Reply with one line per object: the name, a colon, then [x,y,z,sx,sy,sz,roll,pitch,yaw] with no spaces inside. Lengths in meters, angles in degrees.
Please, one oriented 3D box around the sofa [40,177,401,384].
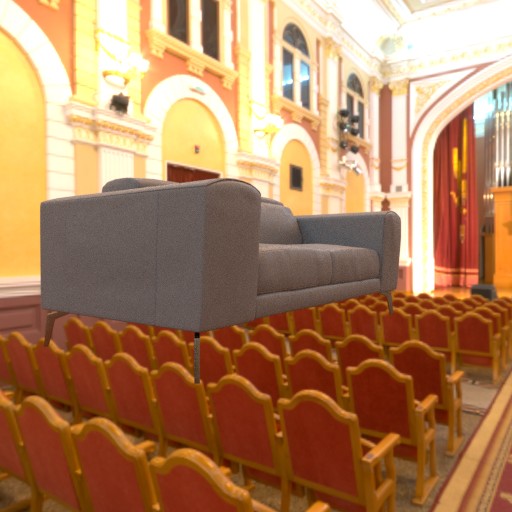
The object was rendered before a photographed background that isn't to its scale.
sofa: [0.000,0.000,2.397,1.003,0.779,1.895,1,1,36]
